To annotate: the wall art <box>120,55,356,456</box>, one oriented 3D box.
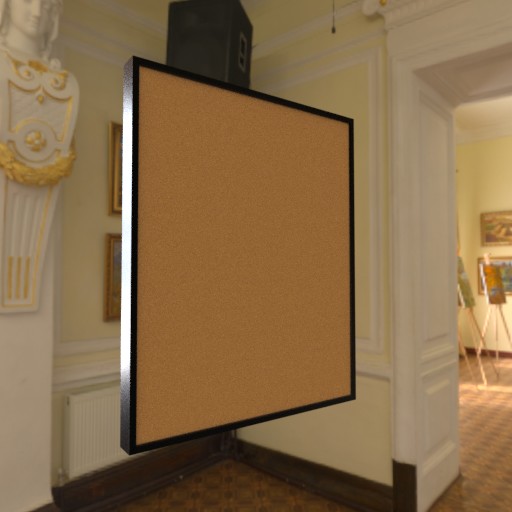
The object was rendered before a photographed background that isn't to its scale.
[{"bbox_3d":[0.000,0.000,0.758,0.451,0.553,0.039,1,-2,-35],"label":"wall art"}]
